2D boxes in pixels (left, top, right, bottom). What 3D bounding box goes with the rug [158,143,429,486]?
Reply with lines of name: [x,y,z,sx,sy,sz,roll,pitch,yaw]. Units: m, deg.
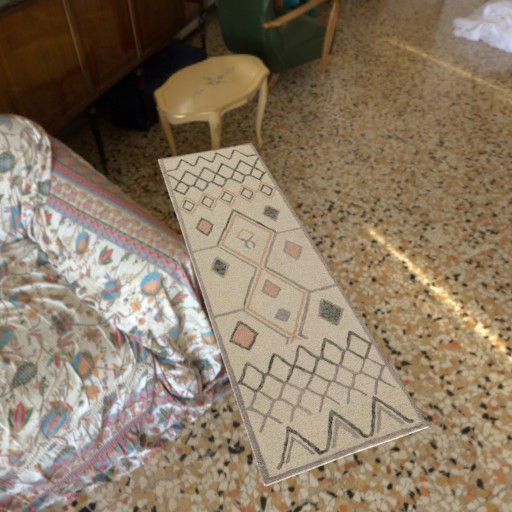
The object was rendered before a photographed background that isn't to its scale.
rug: [0.000,0.000,2.630,0.750,0.011,2.435,-13,47,-13]
